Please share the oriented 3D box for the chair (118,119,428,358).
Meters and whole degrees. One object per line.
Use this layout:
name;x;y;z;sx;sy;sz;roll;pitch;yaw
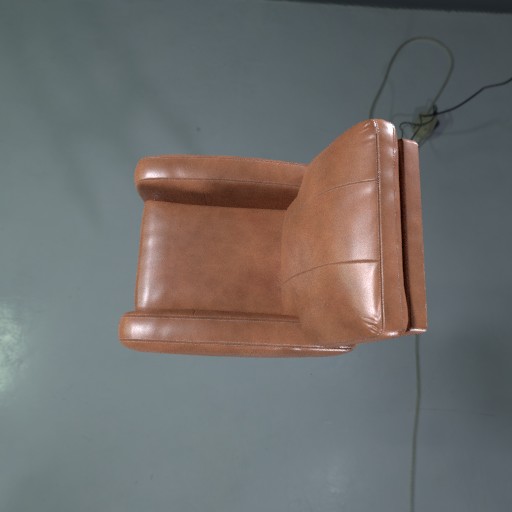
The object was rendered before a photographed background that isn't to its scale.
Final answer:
chair;0.000;0.000;1.707;0.990;0.990;0.762;2;77;0
